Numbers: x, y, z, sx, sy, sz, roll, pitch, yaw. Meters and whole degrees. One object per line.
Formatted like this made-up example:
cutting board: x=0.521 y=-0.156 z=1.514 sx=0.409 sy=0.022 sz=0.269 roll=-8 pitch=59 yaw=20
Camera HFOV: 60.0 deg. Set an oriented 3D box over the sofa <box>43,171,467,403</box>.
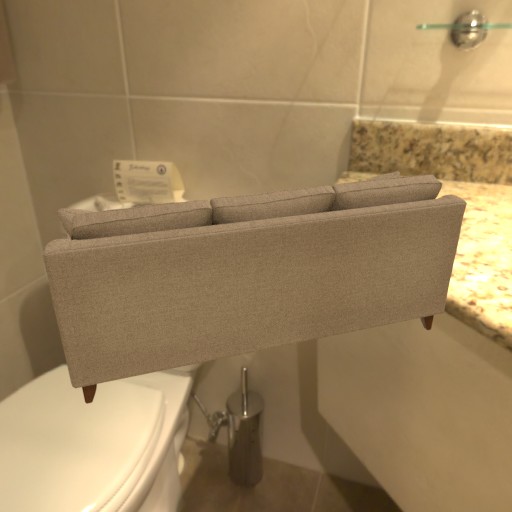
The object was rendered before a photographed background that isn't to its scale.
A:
sofa: x=0.000 y=0.000 z=2.504 sx=2.031 sy=0.914 sz=0.865 roll=-8 pitch=26 yaw=-16
